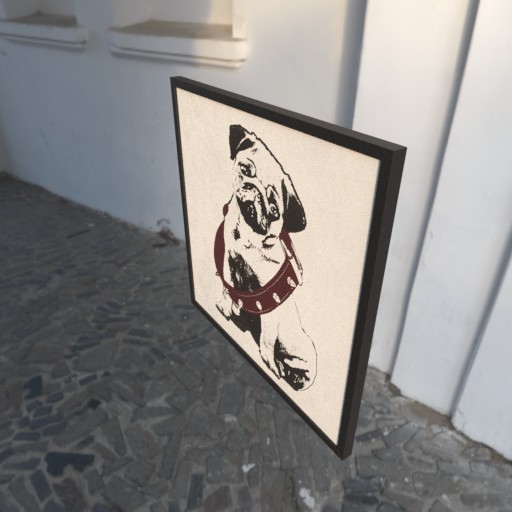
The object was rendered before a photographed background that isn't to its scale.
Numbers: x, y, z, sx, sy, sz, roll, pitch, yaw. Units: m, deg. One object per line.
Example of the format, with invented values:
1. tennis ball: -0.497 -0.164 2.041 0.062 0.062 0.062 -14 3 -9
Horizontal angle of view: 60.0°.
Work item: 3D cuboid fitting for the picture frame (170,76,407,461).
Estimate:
1. picture frame: 0.000 0.000 1.156 0.032 0.775 0.775 -20 37 -29
